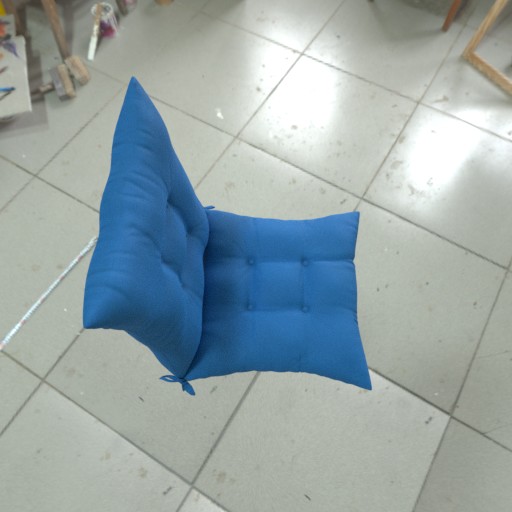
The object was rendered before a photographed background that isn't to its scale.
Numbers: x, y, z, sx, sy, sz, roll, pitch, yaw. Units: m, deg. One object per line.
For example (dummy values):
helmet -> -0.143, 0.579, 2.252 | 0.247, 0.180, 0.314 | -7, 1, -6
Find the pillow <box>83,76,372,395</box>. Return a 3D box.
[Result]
pillow -> 0.000, 0.000, 0.988 | 0.585, 0.536, 0.541 | 2, 65, 1
